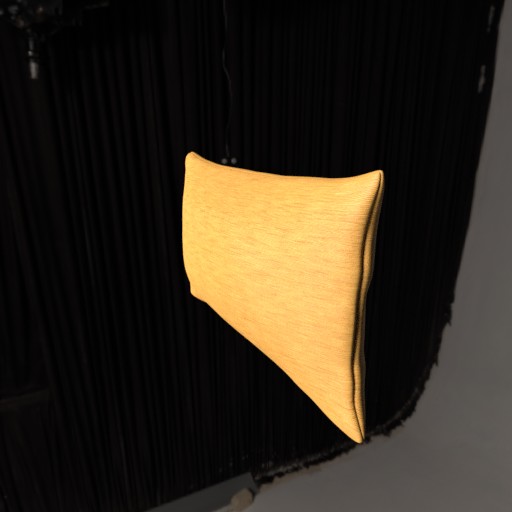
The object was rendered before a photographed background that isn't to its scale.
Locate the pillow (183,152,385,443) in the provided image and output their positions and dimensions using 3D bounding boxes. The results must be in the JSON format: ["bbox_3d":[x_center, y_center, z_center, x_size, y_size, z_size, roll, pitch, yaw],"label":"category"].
[{"bbox_3d":[0.000,0.000,0.807,0.210,0.354,0.634,-8,18,-27],"label":"pillow"}]
